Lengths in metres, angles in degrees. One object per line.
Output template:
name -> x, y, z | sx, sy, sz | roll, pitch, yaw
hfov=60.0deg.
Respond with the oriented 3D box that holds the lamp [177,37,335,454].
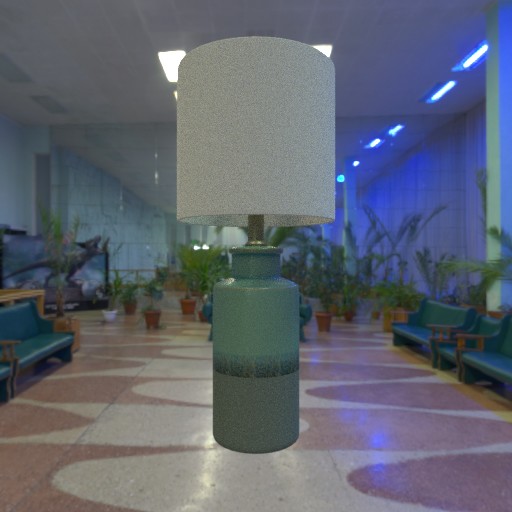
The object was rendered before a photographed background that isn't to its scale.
lamp -> 0.000, 0.000, 0.603 | 0.212, 0.493, 0.212 | 0, 0, 2
